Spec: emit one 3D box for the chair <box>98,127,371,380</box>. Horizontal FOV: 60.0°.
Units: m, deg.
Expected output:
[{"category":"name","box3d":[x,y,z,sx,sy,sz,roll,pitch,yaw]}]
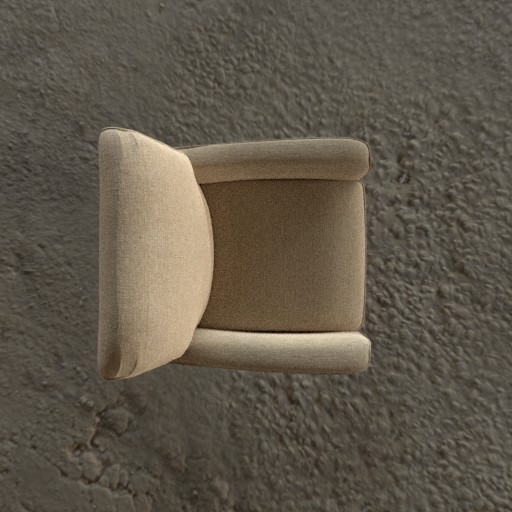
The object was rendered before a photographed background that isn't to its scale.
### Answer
[{"category":"chair","box3d":[0.000,0.000,1.651,0.858,1.028,0.841,0,90,0]}]
